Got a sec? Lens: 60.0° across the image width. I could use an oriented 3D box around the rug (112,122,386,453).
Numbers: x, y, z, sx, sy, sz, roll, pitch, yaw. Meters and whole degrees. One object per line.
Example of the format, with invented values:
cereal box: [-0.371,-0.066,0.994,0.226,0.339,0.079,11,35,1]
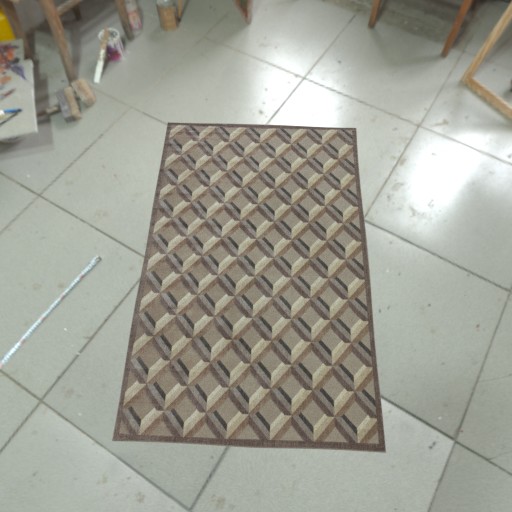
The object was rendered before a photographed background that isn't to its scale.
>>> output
rug: [0.000,0.000,2.106,1.066,0.011,1.677,2,62,1]
